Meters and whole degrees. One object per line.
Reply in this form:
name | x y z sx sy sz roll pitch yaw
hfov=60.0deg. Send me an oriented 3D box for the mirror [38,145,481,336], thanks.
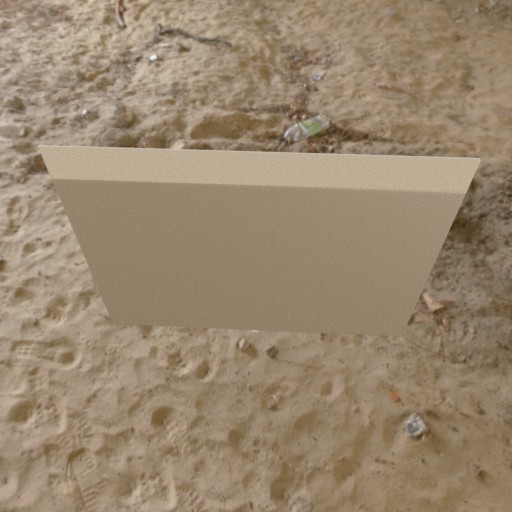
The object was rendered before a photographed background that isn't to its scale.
mirror | 0.000 0.000 1.111 0.870 0.630 0.030 2 48 2
